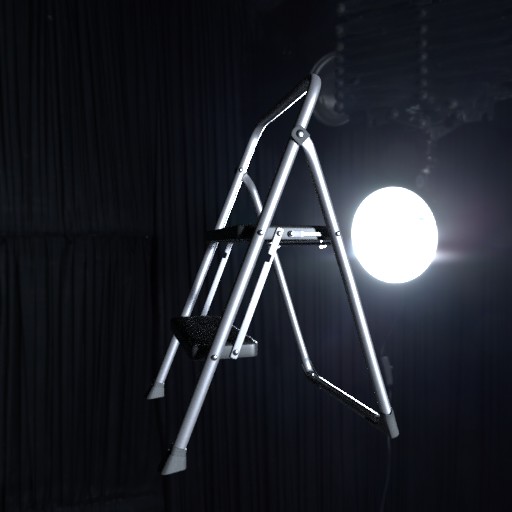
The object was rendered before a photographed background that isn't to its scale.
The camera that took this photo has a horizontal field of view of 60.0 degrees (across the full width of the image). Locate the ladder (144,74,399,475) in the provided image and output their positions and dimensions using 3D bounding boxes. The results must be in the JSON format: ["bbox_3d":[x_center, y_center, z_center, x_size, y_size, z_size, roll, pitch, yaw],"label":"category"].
[{"bbox_3d":[0.000,0.000,1.003,0.472,0.720,0.430,0,1,-17],"label":"ladder"}]
